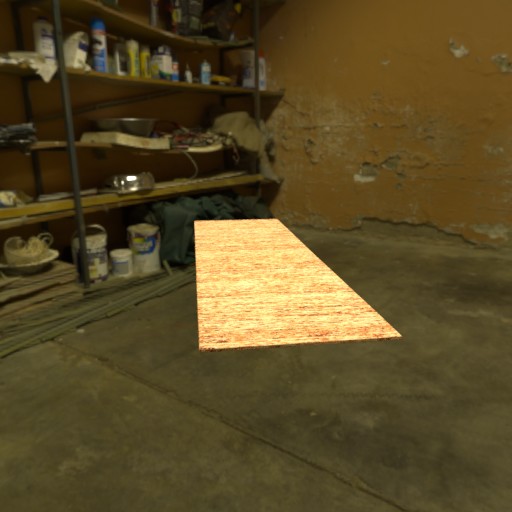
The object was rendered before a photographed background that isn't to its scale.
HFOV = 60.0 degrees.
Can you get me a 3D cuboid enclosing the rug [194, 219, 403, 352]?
[{"bbox_3d":[0.000,0.000,2.507,0.680,0.014,2.237,-2,15,-8],"label":"rug"}]
